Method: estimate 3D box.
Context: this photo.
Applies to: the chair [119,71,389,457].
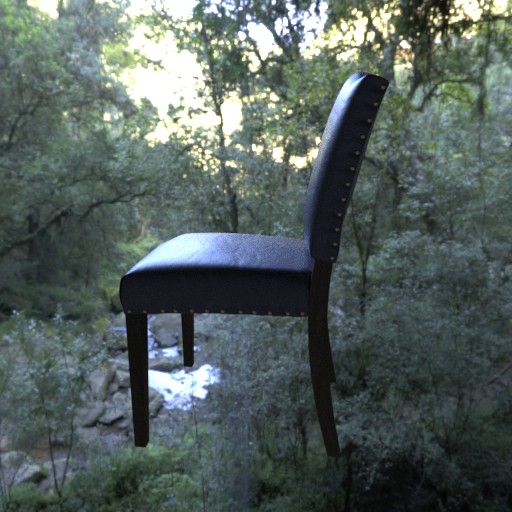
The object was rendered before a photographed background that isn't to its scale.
[{"bbox_3d":[0.000,0.000,1.295,0.633,0.991,0.500,2,15,8],"label":"chair"}]
